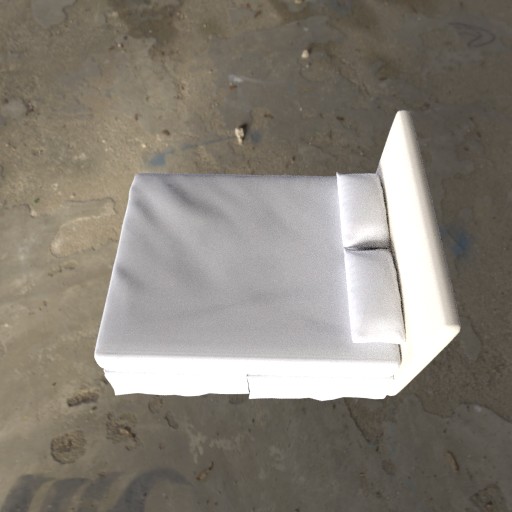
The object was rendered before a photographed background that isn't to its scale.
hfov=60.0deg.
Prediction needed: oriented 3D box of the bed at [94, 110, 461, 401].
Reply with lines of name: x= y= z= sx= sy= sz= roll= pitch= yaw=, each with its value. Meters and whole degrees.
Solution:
bed: x=0.000 y=0.000 z=3.206 sx=2.142 sy=1.330 sz=1.713 roll=1 pitch=58 yaw=1
